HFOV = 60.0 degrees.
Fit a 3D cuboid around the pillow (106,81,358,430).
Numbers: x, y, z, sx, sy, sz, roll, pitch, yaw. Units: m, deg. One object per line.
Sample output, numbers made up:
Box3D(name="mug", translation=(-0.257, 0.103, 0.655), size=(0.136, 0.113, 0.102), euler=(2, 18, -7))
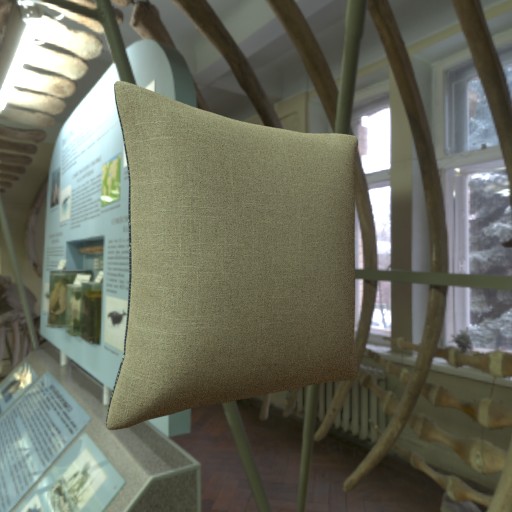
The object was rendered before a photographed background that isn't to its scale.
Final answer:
Box3D(name="pillow", translation=(0.000, 0.000, 0.662), size=(0.435, 0.428, 0.148), euler=(1, -2, -35))
